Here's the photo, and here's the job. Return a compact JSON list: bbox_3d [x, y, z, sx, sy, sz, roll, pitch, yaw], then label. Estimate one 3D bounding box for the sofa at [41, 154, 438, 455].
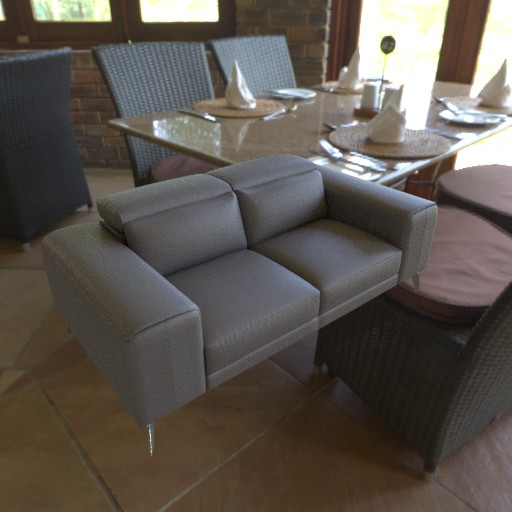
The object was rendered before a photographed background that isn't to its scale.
[{"bbox_3d":[0.000,0.000,2.443,1.930,0.753,1.024,-21,35,-33],"label":"sofa"}]
